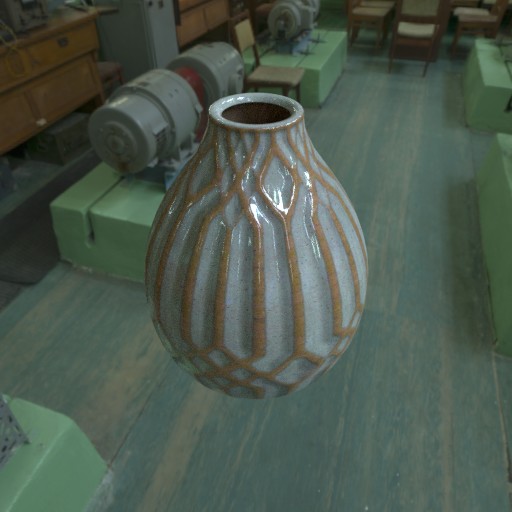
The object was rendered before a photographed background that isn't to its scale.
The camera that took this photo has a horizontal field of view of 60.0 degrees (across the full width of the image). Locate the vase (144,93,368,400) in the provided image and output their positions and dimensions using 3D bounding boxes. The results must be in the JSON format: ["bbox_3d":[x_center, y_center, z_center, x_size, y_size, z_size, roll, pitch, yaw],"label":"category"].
[{"bbox_3d":[0.000,0.000,0.258,0.131,0.175,0.131,0,39,0],"label":"vase"}]
